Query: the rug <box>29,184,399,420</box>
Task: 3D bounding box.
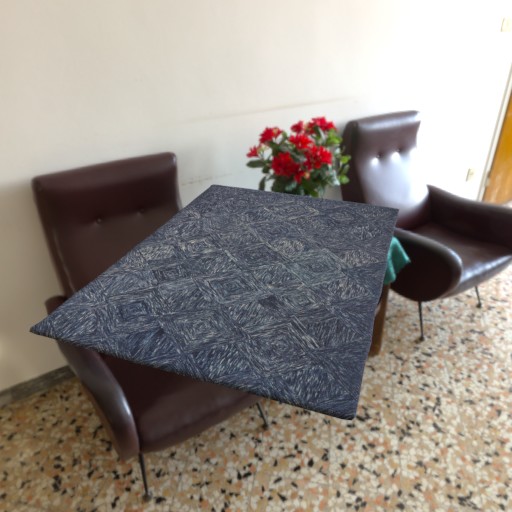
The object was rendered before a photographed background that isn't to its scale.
[{"bbox_3d":[0.000,0.000,4.190,2.385,0.024,3.245,10,31,17],"label":"rug"}]
